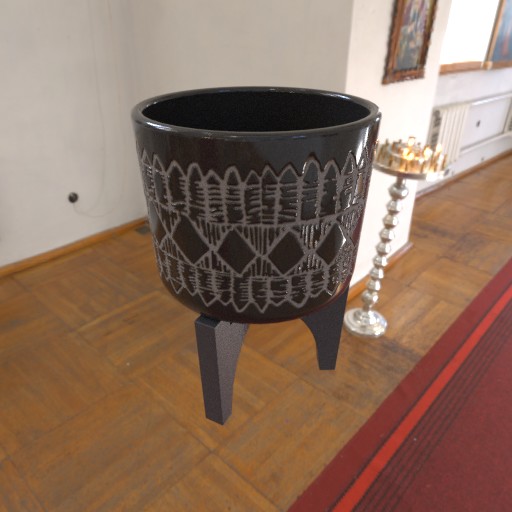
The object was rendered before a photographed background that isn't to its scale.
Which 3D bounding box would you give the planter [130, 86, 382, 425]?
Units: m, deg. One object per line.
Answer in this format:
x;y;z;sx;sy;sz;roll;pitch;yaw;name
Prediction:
0.000;0.000;0.538;0.251;0.355;0.251;-1;29;-2;planter
